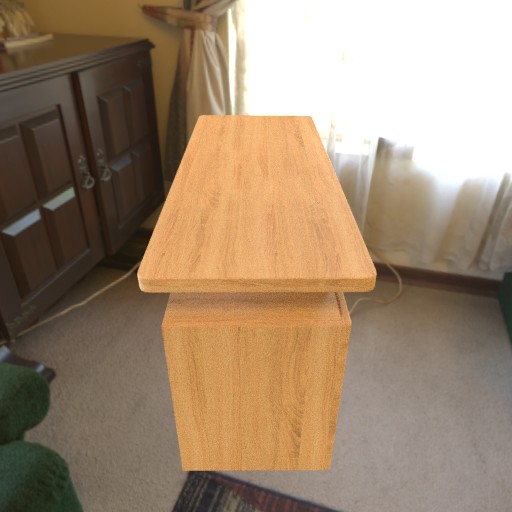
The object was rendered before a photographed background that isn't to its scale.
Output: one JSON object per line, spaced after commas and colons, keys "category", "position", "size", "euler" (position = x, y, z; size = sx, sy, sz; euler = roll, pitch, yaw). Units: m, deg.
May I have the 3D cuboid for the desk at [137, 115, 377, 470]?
{"category": "desk", "position": [0.000, 0.000, 1.791], "size": [0.550, 0.760, 1.400], "euler": [0, 32, 0]}
